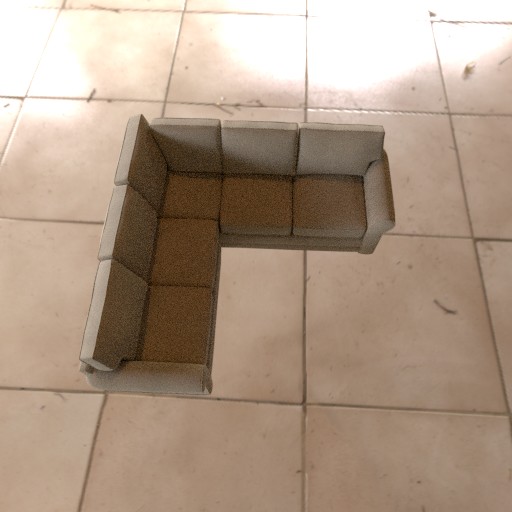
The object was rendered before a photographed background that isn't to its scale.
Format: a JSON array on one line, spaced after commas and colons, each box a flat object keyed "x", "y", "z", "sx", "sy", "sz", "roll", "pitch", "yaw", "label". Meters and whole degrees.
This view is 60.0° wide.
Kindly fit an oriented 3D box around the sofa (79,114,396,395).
[{"x": 0.000, "y": 0.000, "z": 4.043, "sx": 2.569, "sy": 1.054, "sz": 2.487, "roll": 2, "pitch": 63, "yaw": 1, "label": "sofa"}]
